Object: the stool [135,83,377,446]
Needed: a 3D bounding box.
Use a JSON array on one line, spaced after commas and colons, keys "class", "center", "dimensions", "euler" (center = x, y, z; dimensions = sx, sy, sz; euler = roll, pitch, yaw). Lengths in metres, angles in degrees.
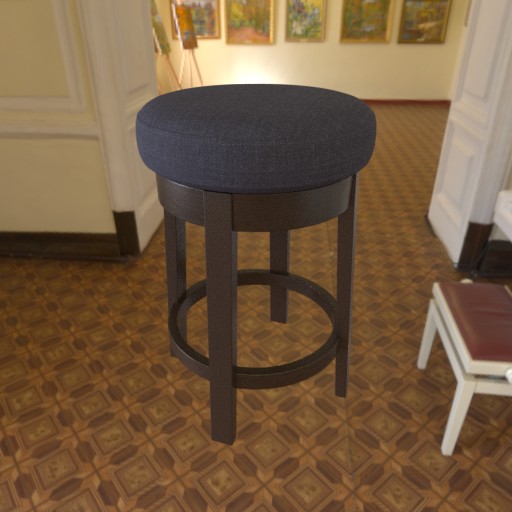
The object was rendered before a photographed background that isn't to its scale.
[{"class": "stool", "center": [0.000, 0.000, 0.943], "dimensions": [0.449, 0.655, 0.449], "euler": [0, 29, 0]}]
